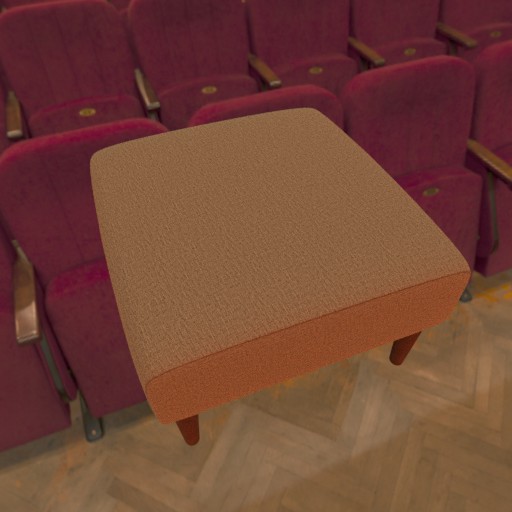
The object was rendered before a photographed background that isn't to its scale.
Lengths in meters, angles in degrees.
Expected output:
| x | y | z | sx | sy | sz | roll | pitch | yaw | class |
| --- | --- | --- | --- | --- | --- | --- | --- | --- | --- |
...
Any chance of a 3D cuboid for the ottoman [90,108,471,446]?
| x | y | z | sx | sy | sz | roll | pitch | yaw | class |
| --- | --- | --- | --- | --- | --- | --- | --- | --- | --- |
| 0.000 | 0.000 | 1.052 | 0.649 | 0.398 | 0.650 | -16 | 48 | -15 | ottoman |
